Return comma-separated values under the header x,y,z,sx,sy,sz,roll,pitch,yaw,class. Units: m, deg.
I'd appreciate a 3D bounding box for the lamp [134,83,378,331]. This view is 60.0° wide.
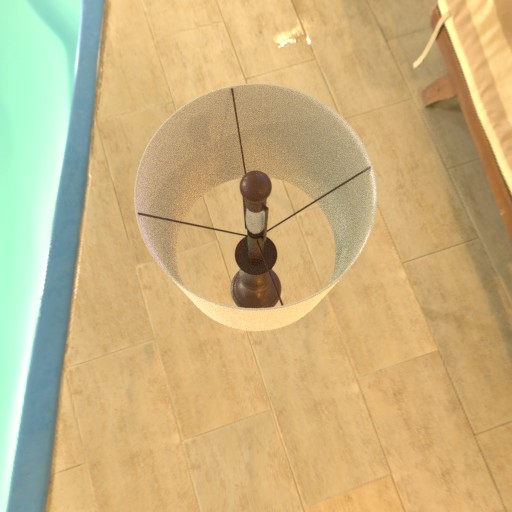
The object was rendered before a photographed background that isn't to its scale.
x,y,z,sx,sy,sz,roll,pitch,yaw,class
0.000,0.000,0.723,0.250,0.597,0.250,-12,76,-3,lamp
